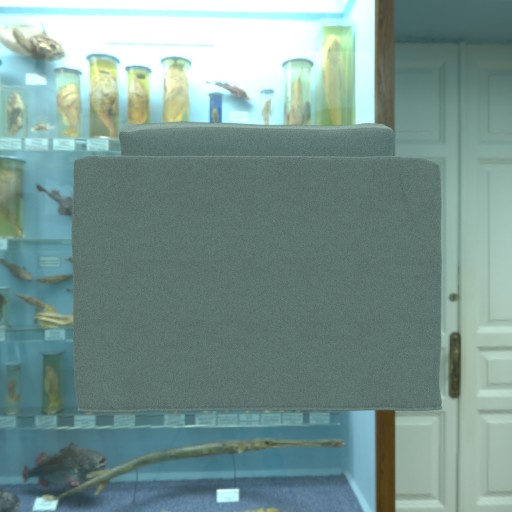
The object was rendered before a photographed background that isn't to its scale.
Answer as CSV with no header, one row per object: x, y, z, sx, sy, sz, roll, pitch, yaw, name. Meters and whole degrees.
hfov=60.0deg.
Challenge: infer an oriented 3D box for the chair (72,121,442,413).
0.000,0.000,1.680,1.057,0.863,0.949,0,0,-1,chair
